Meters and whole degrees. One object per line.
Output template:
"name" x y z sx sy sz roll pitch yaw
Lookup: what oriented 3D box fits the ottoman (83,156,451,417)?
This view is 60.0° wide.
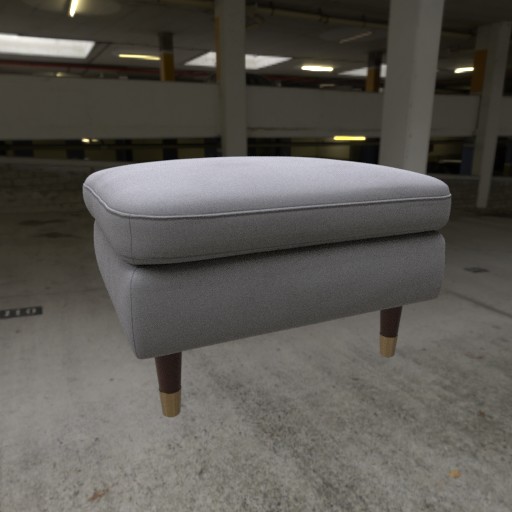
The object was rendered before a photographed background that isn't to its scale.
"ottoman" 0.000 0.000 1.109 0.747 0.478 0.593 -7 17 -25
